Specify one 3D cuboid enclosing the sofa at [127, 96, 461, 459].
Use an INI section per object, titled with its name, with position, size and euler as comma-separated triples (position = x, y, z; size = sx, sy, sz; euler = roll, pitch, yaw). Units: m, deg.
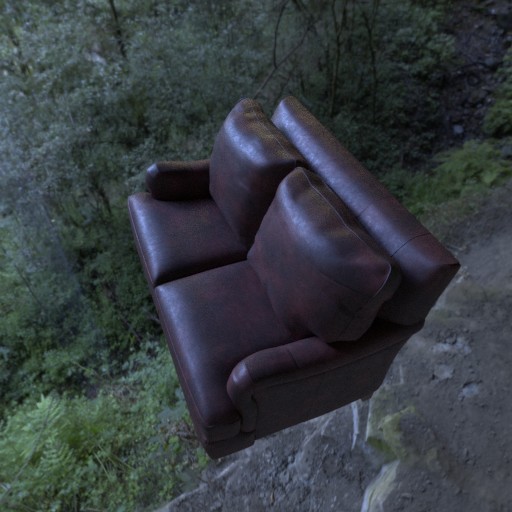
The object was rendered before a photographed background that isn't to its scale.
[sofa]
position = 0.000, 0.000, 2.381
size = 1.148, 1.070, 1.628
euler = -17, 49, -15
